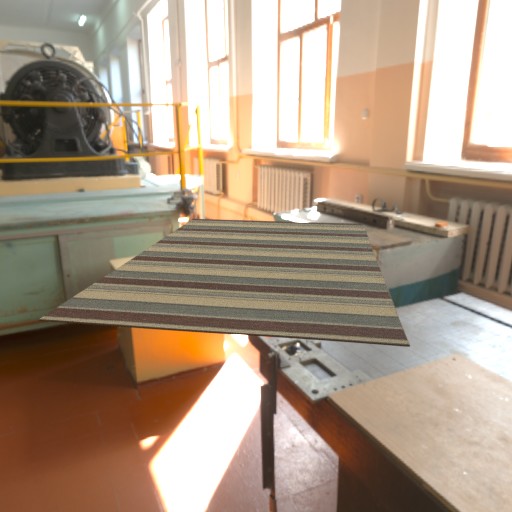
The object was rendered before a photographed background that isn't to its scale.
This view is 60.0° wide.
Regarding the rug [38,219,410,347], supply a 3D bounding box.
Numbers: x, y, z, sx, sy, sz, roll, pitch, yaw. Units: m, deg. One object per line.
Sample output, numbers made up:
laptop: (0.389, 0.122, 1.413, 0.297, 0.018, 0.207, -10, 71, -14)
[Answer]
rug: (0.000, 0.000, 2.286, 1.219, 0.008, 1.829, 2, 16, 8)
